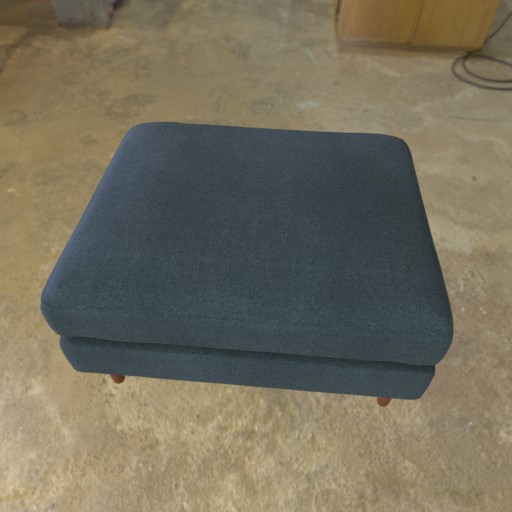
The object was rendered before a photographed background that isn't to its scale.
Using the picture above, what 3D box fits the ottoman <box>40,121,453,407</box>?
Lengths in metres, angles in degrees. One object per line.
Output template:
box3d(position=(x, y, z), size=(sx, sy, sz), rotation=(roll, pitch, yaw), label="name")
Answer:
box3d(position=(0.000, 0.000, 1.198), size=(0.821, 0.474, 0.693), rotation=(4, 47, 4), label="ottoman")
